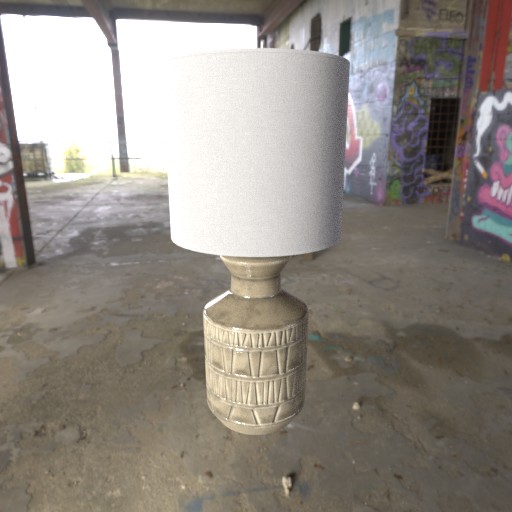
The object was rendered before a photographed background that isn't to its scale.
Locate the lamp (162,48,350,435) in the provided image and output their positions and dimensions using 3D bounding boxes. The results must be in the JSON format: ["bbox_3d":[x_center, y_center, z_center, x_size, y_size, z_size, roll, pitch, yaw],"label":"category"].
[{"bbox_3d":[0.000,0.000,0.569,0.211,0.455,0.211,2,16,9],"label":"lamp"}]
